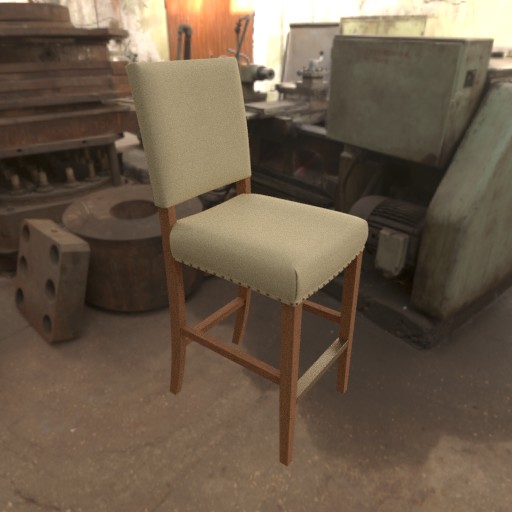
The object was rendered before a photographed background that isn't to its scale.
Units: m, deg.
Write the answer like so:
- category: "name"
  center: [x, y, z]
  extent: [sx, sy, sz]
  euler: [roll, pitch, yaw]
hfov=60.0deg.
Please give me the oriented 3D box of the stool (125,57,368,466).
- category: "stool"
  center: [0.000, 0.000, 1.454]
  extent: [0.584, 1.168, 0.445]
  euler: [18, 32, 32]
